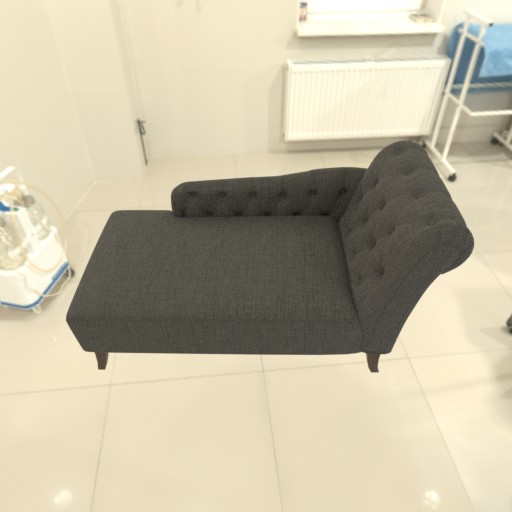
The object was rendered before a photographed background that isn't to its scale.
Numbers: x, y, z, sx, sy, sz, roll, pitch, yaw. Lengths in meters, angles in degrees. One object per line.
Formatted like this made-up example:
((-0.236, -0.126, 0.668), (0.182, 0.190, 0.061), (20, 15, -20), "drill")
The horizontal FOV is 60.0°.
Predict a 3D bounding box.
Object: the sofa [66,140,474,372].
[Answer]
((0.000, 0.000, 1.823), (1.379, 0.787, 0.675), (1, 42, 1), "sofa")
